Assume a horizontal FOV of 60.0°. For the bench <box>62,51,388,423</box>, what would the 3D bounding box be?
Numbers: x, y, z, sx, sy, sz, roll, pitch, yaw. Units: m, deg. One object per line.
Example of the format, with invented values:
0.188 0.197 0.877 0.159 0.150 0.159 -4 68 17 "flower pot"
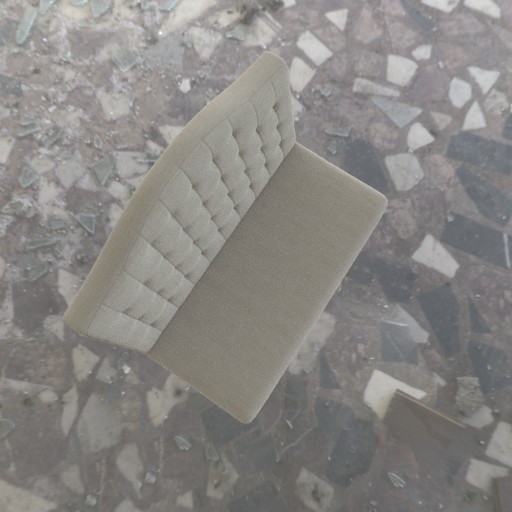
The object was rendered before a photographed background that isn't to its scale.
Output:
0.000 0.000 2.066 0.815 1.180 1.335 33 79 7 "bench"
